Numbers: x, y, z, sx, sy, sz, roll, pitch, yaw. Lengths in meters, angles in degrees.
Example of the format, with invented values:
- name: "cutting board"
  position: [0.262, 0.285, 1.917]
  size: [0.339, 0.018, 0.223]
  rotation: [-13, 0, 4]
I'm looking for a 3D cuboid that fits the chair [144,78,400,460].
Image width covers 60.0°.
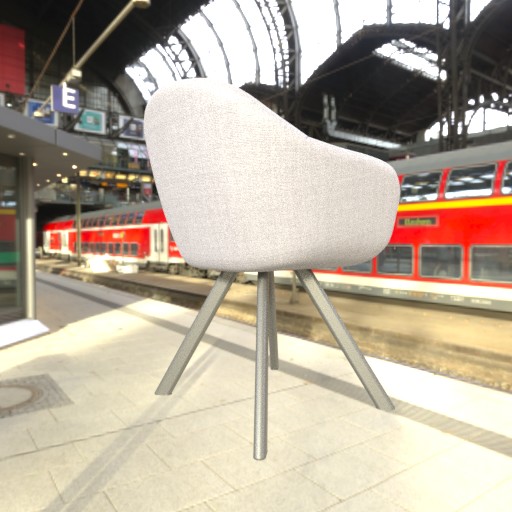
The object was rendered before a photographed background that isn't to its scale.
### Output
- name: "chair"
  position: [0.000, 0.000, 1.171]
  size: [0.550, 0.795, 0.590]
  rotation: [-2, 3, -37]
